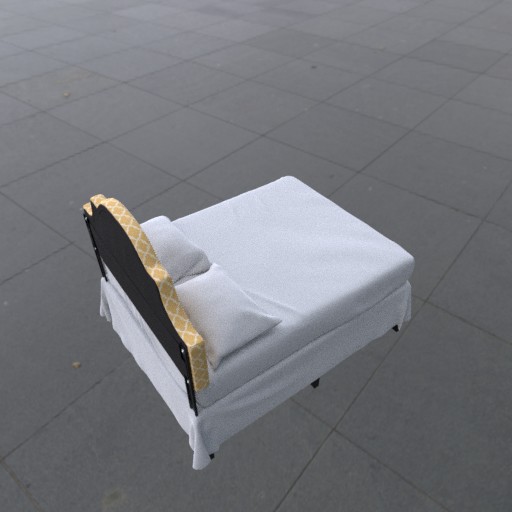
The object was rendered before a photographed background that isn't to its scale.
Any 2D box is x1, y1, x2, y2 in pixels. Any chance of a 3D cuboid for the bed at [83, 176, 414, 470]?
[{"bbox_3d":[0.000,0.000,3.437,2.222,1.633,1.780,-25,47,-26],"label":"bed"}]
